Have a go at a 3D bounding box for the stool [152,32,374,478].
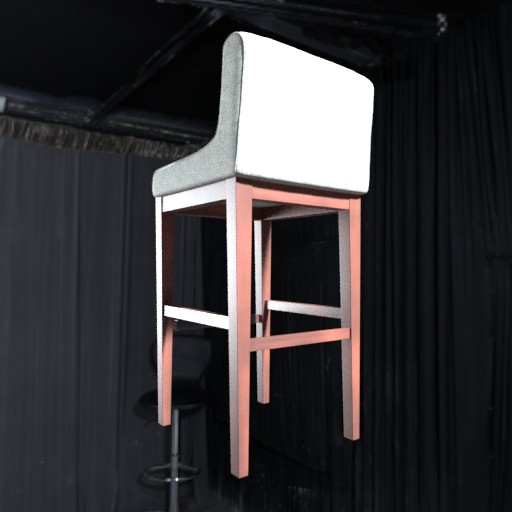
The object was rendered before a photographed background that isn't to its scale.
[{"bbox_3d":[0.000,0.000,1.231,0.426,0.965,0.499,1,-2,-36],"label":"stool"}]
